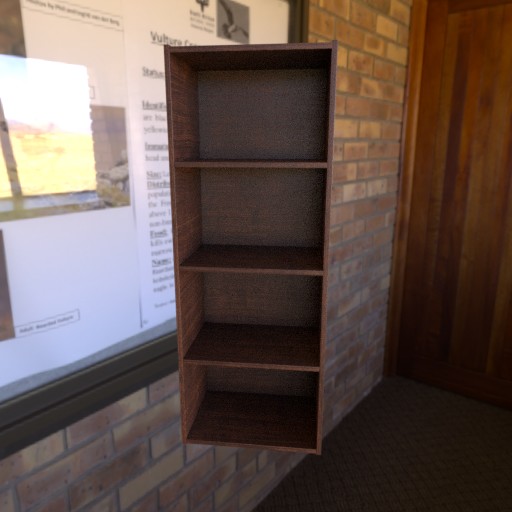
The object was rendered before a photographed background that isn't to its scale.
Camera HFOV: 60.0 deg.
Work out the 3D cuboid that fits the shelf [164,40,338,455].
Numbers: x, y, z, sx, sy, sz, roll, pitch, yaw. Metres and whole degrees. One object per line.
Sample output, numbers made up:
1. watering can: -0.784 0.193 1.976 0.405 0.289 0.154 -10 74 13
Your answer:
1. shelf: 0.000 0.000 1.306 0.415 1.099 0.290 2 14 7
